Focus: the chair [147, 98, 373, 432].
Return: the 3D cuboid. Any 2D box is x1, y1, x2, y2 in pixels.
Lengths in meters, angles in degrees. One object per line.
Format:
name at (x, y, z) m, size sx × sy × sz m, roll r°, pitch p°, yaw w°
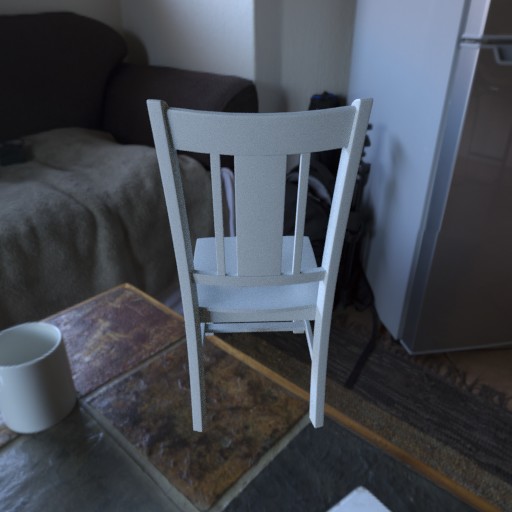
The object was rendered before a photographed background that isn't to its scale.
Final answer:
chair at (0.000, 0.000, 1.342) m, size 0.450 × 0.998 × 0.555 m, roll -1°, pitch 29°, yaw -2°
